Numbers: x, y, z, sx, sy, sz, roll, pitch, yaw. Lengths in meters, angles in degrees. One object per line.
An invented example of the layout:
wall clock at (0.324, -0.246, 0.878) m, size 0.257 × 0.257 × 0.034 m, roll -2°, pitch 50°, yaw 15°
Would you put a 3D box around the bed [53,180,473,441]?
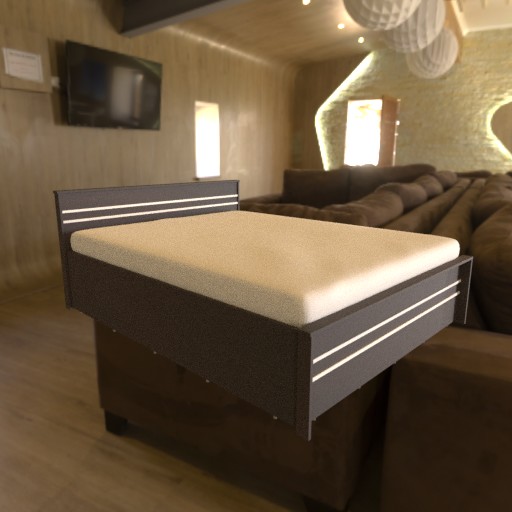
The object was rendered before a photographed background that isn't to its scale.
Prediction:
bed at (0.000, 0.000, 2.846) m, size 2.103 × 0.808 × 1.634 m, roll 12°, pitch 18°, yaw 42°
